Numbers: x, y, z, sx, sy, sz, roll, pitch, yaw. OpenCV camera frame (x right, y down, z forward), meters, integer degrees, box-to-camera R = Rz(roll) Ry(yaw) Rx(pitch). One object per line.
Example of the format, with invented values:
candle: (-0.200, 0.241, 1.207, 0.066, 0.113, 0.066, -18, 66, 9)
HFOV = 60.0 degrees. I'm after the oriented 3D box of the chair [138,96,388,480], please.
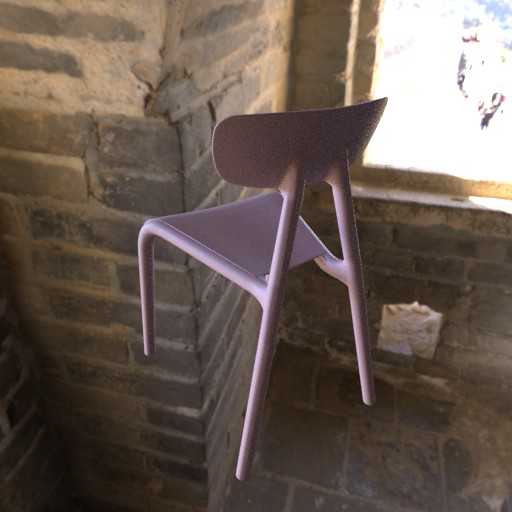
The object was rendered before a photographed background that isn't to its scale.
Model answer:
chair: (0.000, 0.000, 0.816, 0.356, 0.580, 0.401, -17, 33, -29)
